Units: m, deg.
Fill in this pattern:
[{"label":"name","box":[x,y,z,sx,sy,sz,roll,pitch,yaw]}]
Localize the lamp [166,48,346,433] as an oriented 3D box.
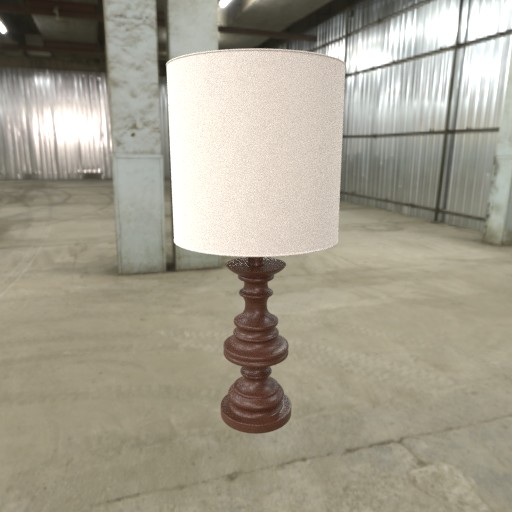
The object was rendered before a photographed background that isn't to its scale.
[{"label":"lamp","box":[0.000,0.000,0.576,0.208,0.455,0.208,2,14,9]}]
